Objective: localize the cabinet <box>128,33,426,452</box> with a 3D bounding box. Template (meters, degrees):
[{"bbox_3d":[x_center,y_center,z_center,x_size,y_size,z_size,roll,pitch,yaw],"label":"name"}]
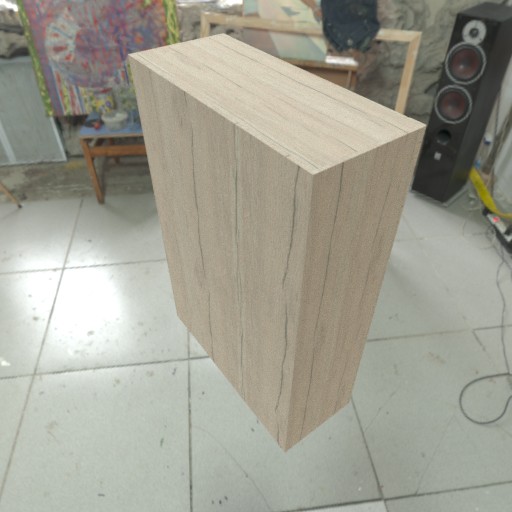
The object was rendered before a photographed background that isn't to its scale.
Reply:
[{"bbox_3d":[0.000,0.000,2.668,0.580,2.070,1.400,-27,49,-26],"label":"cabinet"}]
